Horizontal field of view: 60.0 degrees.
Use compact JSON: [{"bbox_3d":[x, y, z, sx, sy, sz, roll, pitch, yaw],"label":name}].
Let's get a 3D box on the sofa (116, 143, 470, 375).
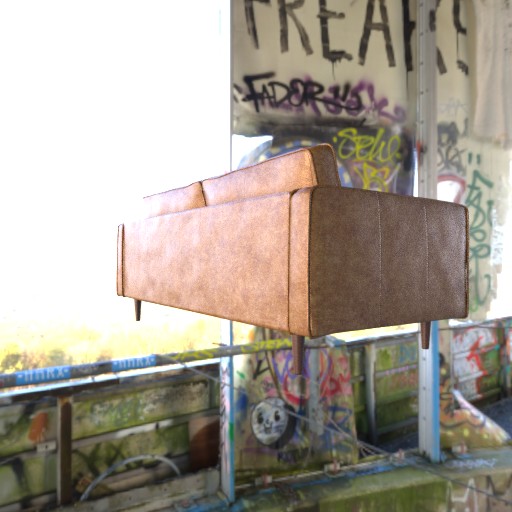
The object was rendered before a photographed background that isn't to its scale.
[{"bbox_3d":[0.000,0.000,2.395,0.924,0.825,1.920,0,0,-35],"label":"sofa"}]
